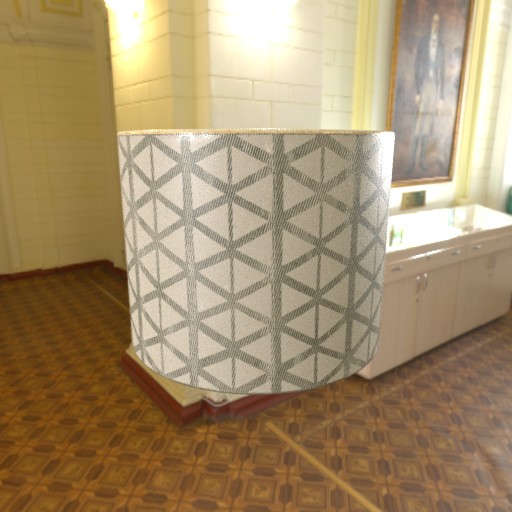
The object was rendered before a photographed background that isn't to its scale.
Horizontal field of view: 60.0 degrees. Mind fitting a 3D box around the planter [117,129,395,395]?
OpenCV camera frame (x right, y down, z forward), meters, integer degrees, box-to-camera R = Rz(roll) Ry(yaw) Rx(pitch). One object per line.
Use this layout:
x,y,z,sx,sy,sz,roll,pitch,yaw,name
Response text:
0.000,0.000,0.446,0.250,0.239,0.250,0,14,0,planter
